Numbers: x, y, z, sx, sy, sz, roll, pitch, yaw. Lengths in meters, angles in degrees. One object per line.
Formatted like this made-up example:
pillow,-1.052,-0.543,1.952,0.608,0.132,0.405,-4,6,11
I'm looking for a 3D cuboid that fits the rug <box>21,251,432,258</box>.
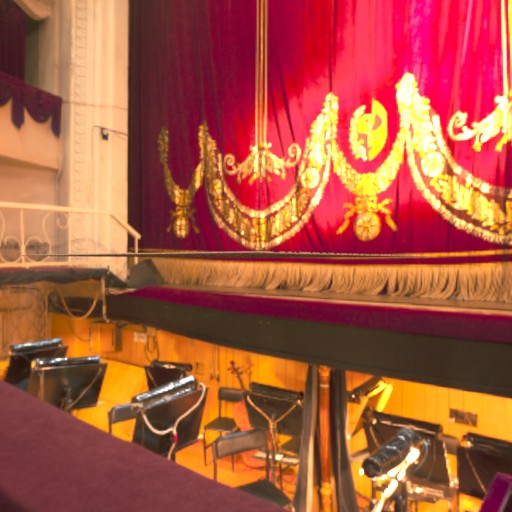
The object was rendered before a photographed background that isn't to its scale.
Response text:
rug,0.000,0.000,2.029,1.146,0.006,1.556,0,-1,36
